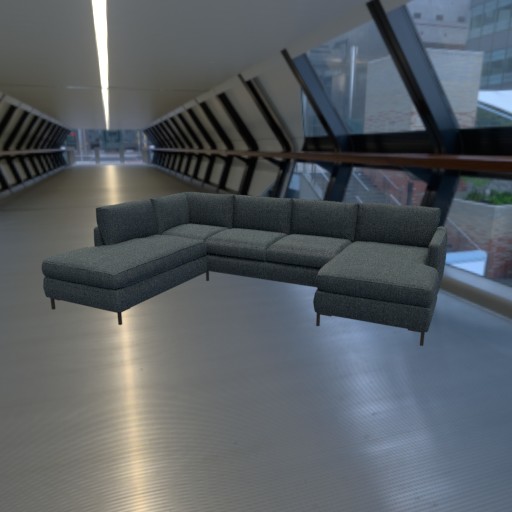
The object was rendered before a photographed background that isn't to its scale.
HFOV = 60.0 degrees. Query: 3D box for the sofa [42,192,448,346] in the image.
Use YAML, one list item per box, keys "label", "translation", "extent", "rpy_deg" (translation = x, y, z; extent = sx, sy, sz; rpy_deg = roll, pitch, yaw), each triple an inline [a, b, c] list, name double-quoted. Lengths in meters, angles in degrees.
- label: "sofa"
  translation: [0.000, 0.000, 3.556]
  extent: [2.737, 0.753, 1.879]
  rpy_deg: [7, 16, 26]
